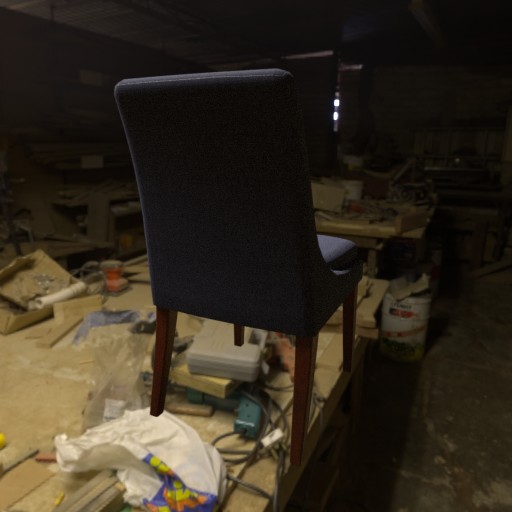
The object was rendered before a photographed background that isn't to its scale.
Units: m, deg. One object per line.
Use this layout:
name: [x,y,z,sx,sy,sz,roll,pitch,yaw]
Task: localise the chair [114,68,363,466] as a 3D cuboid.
chair: [0.000,0.000,1.332,0.508,0.952,0.655,7,17,25]
